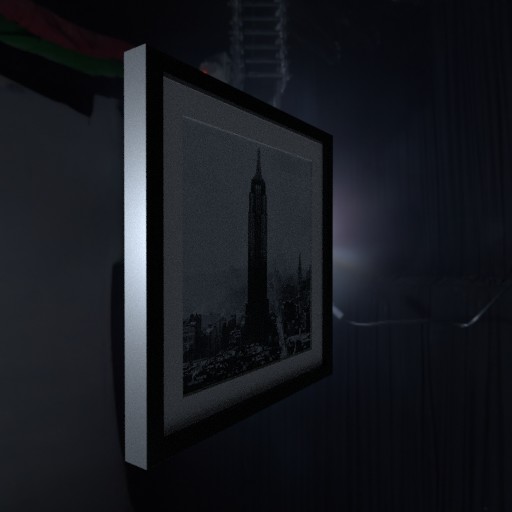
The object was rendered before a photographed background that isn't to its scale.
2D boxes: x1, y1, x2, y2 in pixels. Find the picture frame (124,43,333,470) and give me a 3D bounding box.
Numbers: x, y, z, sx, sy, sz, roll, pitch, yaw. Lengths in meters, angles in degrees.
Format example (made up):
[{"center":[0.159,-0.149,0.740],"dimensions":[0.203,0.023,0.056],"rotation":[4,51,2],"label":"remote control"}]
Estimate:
[{"center":[0.000,0.000,0.520],"dimensions":[0.029,0.353,0.355],"rotation":[0,1,35],"label":"picture frame"}]
